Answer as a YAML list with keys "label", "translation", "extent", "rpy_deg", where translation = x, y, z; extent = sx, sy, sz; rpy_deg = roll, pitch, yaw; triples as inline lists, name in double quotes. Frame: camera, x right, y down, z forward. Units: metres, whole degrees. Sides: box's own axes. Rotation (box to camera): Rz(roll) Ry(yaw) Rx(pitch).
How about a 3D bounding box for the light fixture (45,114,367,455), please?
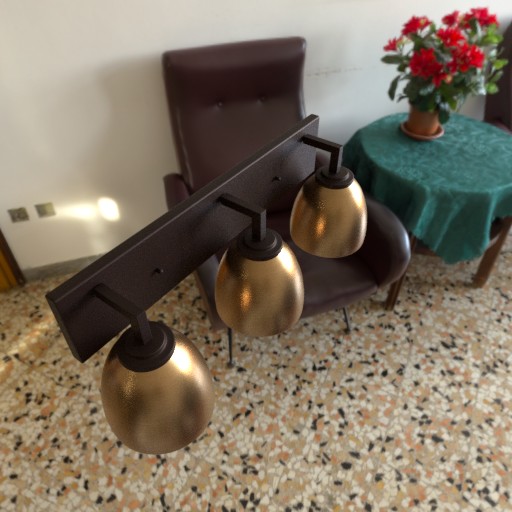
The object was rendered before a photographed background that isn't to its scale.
- label: "light fixture"
  translation: [0.000, 0.000, 0.661]
  extent: [0.157, 0.204, 0.582]
  rpy_deg: [26, 49, 26]
